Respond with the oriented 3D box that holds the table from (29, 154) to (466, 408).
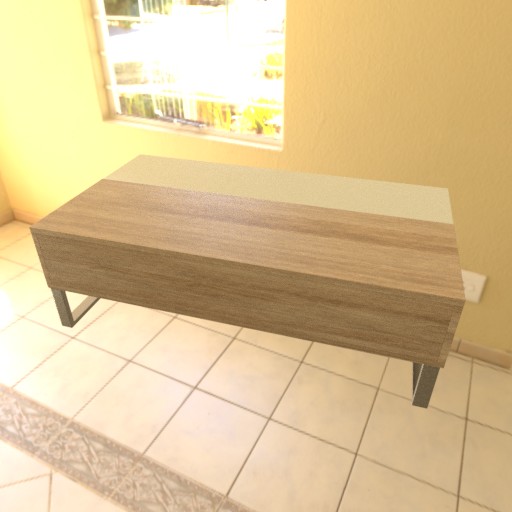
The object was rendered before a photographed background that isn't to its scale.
[{"bbox_3d":[0.000,0.000,1.400,1.100,0.350,0.600,9,34,14],"label":"table"}]
